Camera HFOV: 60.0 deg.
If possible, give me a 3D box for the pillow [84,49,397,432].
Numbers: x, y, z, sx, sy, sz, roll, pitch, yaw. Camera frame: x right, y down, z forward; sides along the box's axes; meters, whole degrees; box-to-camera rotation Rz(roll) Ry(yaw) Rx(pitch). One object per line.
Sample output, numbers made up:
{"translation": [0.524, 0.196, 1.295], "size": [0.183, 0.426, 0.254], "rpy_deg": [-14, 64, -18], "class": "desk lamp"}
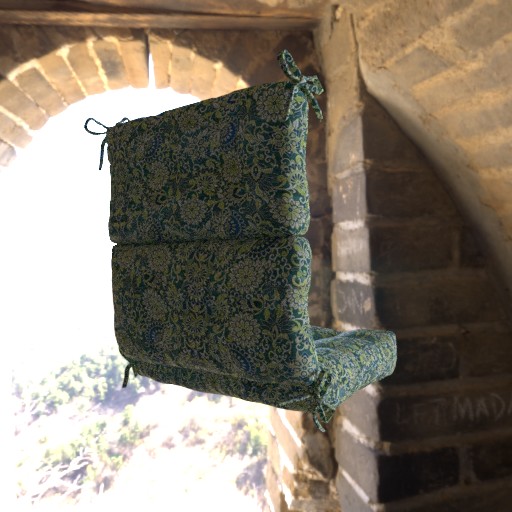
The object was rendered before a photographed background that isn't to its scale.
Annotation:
{"translation": [0.000, 0.000, 1.007], "size": [0.519, 0.605, 0.571], "rpy_deg": [-1, -2, 34], "class": "pillow"}
